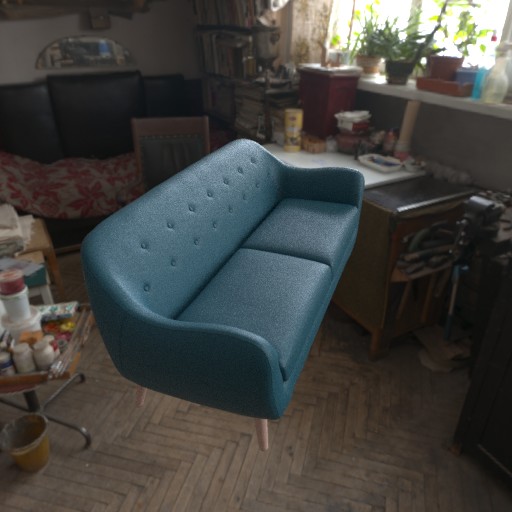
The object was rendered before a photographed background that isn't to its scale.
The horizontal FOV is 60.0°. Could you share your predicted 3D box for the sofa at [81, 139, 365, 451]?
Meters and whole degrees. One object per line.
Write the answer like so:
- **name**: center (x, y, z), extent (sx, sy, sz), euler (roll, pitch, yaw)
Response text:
- **sofa**: center (0.000, 0.000, 2.297), extent (0.820, 0.836, 1.840), euler (11, 31, 18)
